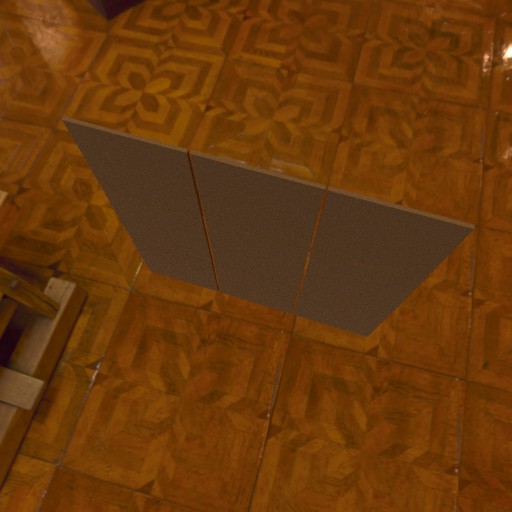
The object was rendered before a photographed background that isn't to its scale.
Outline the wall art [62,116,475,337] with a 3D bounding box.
[{"bbox_3d":[0.000,0.000,1.364,0.919,0.917,0.010,16,67,7],"label":"wall art"}]
